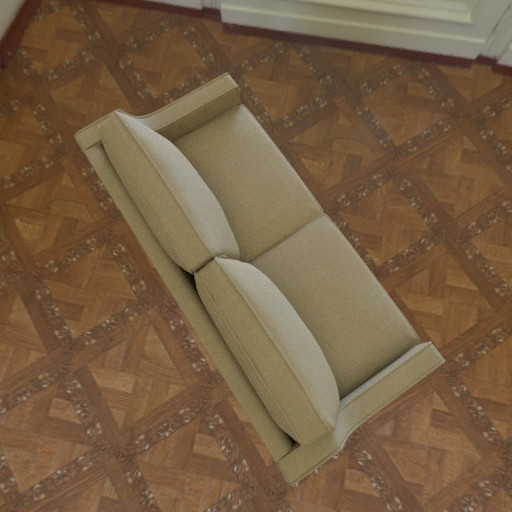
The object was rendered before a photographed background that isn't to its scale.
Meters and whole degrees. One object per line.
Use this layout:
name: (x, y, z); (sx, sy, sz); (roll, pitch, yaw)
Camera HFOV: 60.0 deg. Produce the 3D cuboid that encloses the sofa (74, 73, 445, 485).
sofa: (0.000, 0.000, 2.695); (1.066, 1.071, 2.178); (-33, 77, -8)
